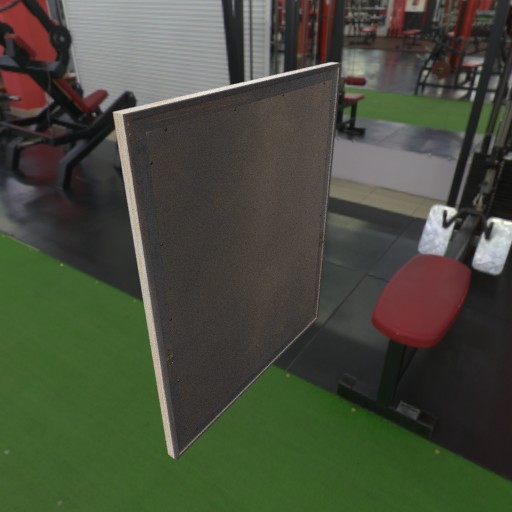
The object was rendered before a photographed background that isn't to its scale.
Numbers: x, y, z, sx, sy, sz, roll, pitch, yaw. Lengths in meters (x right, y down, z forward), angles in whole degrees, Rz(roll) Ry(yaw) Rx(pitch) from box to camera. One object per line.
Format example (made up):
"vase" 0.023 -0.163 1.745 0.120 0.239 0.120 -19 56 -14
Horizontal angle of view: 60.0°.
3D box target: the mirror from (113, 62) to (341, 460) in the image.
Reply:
"mirror" 0.000 0.000 1.187 0.032 0.882 0.730 21 37 31
